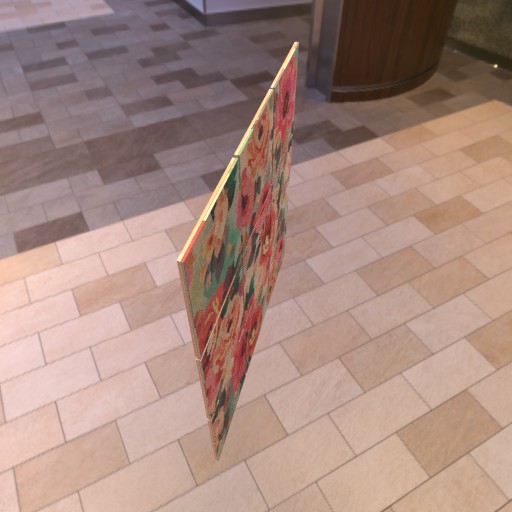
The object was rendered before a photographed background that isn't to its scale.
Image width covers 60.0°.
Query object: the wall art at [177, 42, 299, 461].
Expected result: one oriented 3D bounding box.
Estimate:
[{"bbox_3d":[0.000,0.000,1.339,0.012,0.910,0.911,11,48,10],"label":"wall art"}]
